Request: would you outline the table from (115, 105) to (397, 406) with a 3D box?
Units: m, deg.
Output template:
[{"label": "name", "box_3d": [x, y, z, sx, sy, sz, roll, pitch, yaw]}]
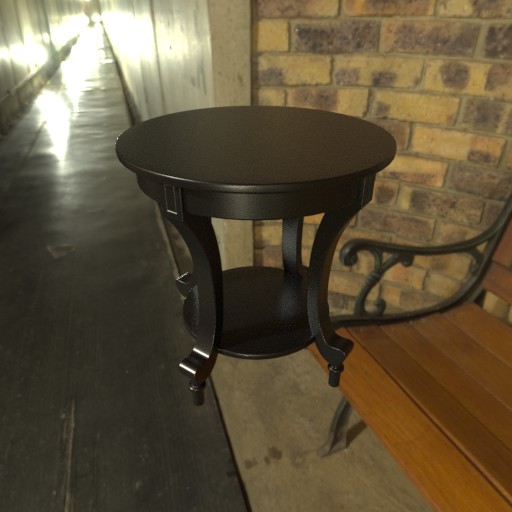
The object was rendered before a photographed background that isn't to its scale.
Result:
[{"label": "table", "box_3d": [0.000, 0.000, 1.128, 0.597, 0.618, 0.597, 0, 30, 0]}]
